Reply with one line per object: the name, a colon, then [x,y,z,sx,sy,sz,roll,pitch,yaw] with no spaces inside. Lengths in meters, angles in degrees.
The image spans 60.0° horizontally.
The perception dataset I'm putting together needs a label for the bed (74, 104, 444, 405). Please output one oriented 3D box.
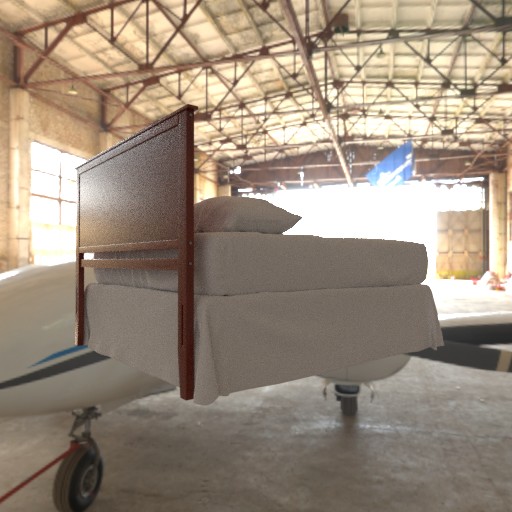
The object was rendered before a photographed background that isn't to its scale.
bed: [0.000,0.000,3.153,2.050,1.270,1.870,1,-1,-38]
